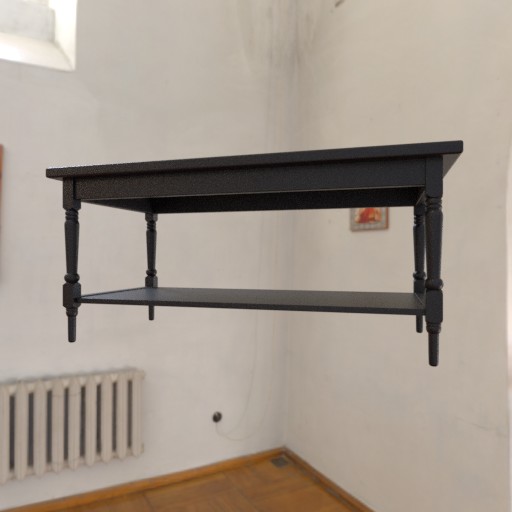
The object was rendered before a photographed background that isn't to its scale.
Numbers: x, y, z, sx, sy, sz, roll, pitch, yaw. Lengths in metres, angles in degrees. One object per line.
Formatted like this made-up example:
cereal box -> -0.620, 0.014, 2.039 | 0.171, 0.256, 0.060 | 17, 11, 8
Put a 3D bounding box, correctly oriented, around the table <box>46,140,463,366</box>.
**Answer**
table -> 0.000, 0.000, 1.388 | 1.107, 0.510, 0.550 | 0, 0, 16
